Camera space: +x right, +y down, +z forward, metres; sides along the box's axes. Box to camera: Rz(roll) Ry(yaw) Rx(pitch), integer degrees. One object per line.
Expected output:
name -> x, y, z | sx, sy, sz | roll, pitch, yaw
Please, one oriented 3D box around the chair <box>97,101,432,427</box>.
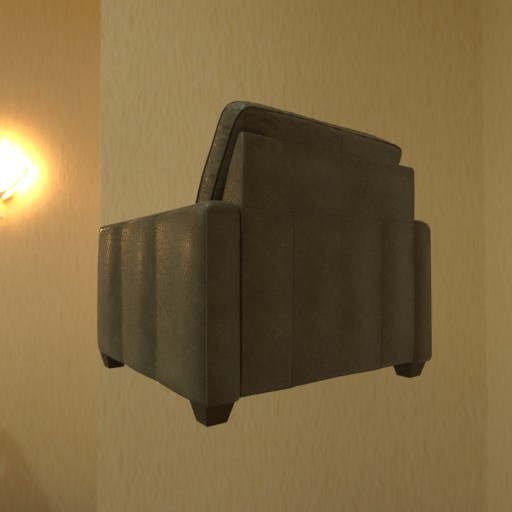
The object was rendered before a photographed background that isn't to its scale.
chair -> 0.000, 0.000, 1.775 | 1.006, 0.916, 0.939 | 1, -2, -36
